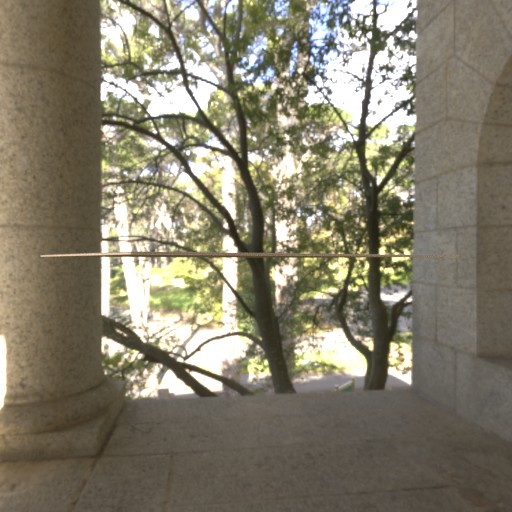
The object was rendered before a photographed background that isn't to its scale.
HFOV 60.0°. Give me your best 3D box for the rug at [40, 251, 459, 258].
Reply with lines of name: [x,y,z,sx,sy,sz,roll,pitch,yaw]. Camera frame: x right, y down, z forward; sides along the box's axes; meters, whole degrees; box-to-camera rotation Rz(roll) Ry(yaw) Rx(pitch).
rug: [0.000,0.000,2.892,2.286,0.011,1.524,0,-1,-37]
